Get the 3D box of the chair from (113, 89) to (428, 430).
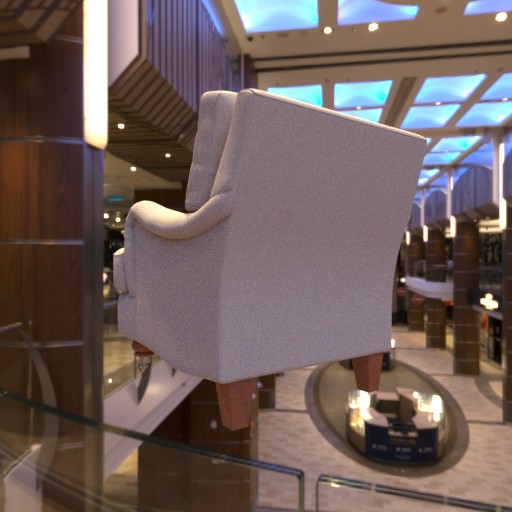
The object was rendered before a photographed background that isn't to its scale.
[{"bbox_3d":[0.000,0.000,1.852,0.895,1.076,1.078,0,0,-37],"label":"chair"}]
